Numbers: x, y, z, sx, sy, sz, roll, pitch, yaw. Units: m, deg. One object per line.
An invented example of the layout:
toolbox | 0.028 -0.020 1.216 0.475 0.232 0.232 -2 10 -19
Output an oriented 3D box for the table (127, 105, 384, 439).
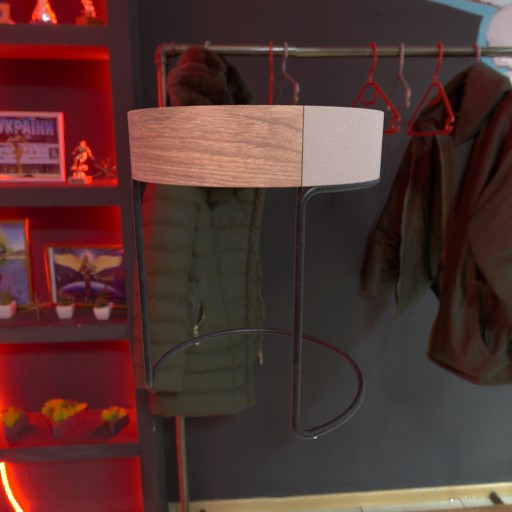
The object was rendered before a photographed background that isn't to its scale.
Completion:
table | 0.000 0.000 0.870 0.450 0.530 0.450 0 15 0
